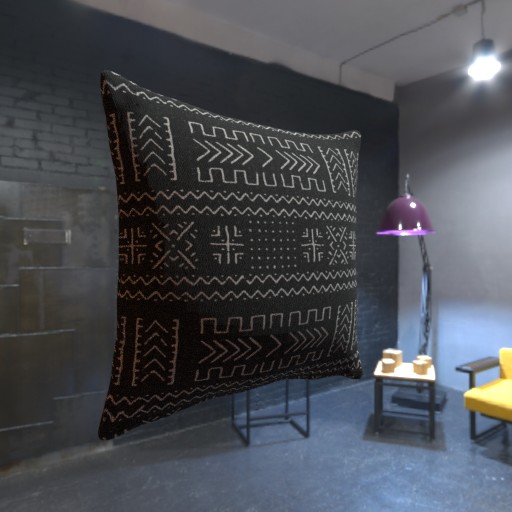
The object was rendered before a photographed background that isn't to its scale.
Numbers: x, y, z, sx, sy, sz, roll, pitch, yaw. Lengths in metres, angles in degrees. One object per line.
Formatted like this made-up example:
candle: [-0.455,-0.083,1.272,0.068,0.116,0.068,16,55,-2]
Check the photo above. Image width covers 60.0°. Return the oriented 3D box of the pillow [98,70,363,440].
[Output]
pillow: [0.000,0.000,0.634,0.438,0.430,0.164,0,0,-34]
